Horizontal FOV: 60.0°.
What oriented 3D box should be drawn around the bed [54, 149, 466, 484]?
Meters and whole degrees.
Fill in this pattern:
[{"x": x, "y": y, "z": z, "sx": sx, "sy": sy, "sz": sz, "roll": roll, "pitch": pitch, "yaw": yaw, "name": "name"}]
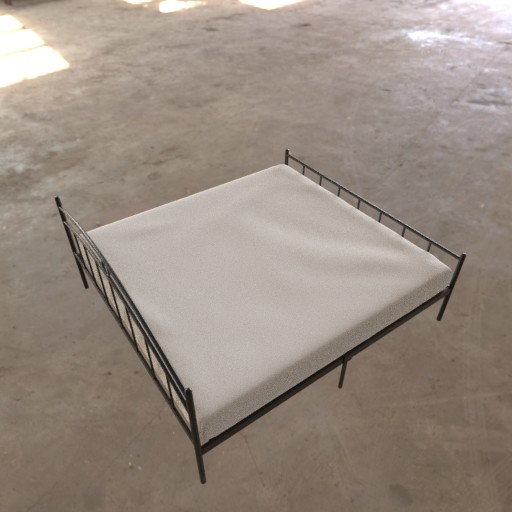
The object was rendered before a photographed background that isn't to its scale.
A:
[{"x": 0.000, "y": 0.000, "z": 3.116, "sx": 2.040, "sy": 0.940, "sz": 1.880, "roll": -24, "pitch": 45, "yaw": -27, "name": "bed"}]
